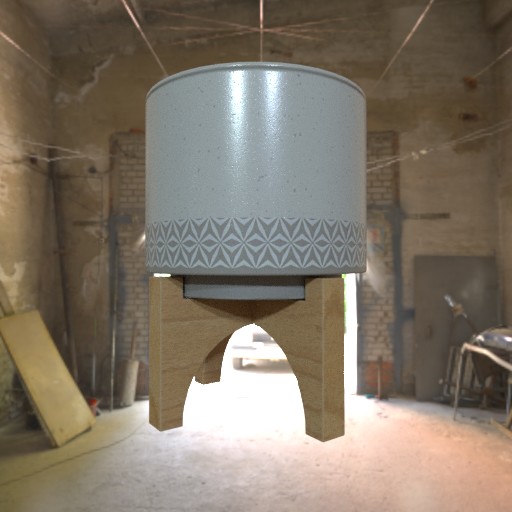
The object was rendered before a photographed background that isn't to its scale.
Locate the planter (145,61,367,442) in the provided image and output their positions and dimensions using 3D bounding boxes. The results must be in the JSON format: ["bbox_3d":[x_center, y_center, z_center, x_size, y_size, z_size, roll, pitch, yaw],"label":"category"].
[{"bbox_3d":[0.000,0.000,0.267,0.130,0.178,0.130,0,0,0],"label":"planter"}]
